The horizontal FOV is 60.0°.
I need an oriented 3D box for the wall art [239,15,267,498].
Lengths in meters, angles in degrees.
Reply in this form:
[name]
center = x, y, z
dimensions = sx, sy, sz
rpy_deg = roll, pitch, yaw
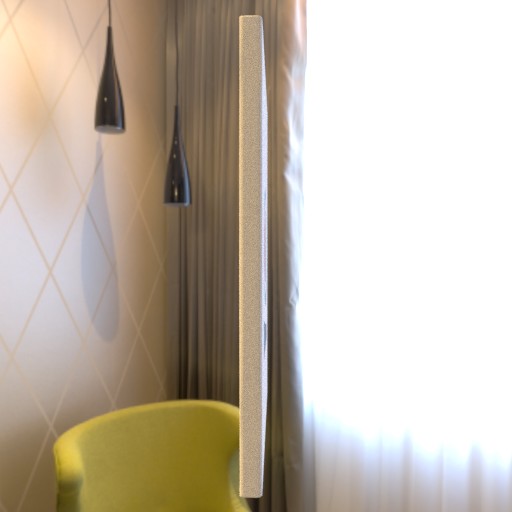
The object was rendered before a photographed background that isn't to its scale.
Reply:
[wall art]
center = 0.000, 0.000, 1.127
dimensions = 0.048, 0.902, 0.602
rpy_deg = 0, 1, 2
